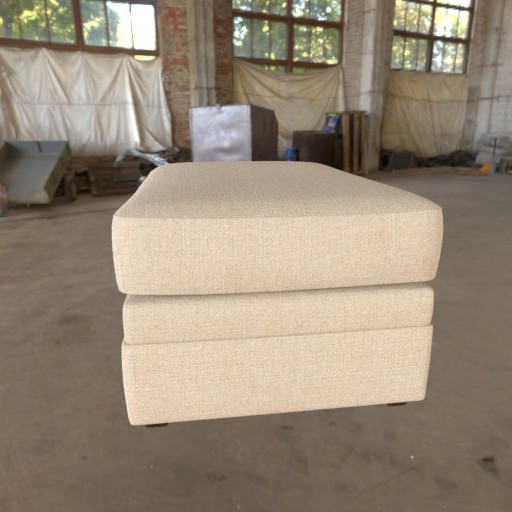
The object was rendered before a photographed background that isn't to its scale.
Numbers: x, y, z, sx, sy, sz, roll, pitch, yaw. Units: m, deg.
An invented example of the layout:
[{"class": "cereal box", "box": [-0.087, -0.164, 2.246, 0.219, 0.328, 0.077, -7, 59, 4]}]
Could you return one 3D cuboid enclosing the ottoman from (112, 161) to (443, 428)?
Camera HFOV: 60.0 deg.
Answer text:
[{"class": "ottoman", "box": [0.000, 0.000, 1.236, 0.637, 0.478, 0.885, -2, 16, -8]}]
